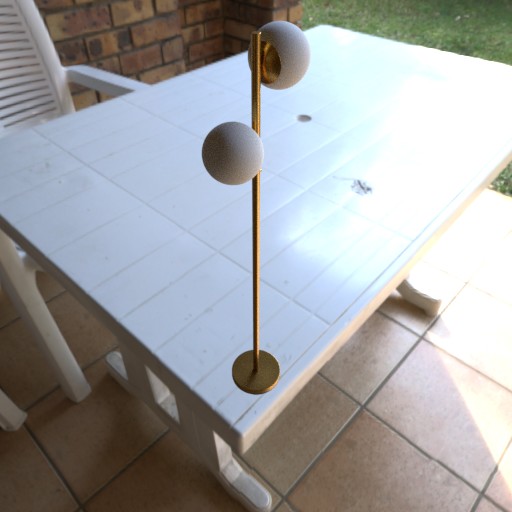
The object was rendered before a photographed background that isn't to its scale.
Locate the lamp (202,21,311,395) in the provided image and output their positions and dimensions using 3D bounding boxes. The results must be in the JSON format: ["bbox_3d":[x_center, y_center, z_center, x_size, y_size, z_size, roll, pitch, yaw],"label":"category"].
[{"bbox_3d":[0.000,0.000,1.752,0.249,1.641,0.419,27,48,27],"label":"lamp"}]
